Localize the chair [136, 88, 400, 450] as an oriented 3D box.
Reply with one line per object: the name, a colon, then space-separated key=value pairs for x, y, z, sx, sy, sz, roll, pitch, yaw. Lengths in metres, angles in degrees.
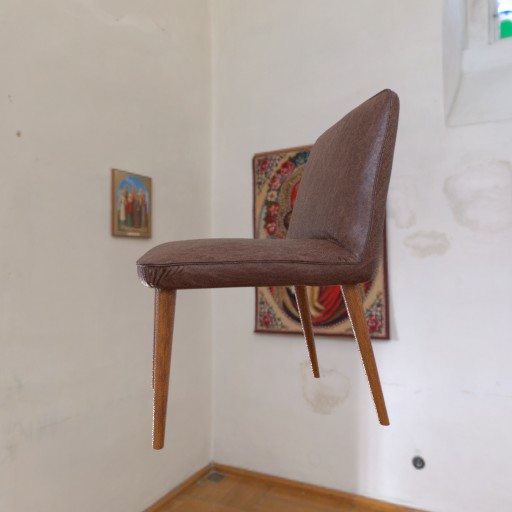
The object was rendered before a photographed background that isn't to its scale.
chair: x=0.000 y=0.000 z=1.205 sx=0.645 sy=0.803 sz=0.543 roll=0 pitch=-1 yaw=-18
